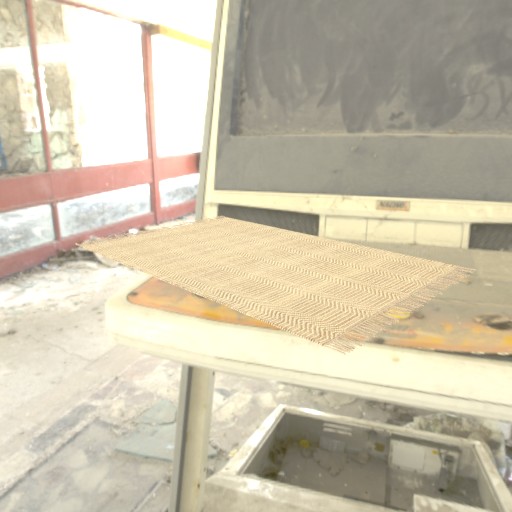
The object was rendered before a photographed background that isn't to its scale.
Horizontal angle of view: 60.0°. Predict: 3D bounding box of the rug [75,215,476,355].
[{"bbox_3d":[0.000,0.000,2.546,2.021,0.027,1.224,16,23,42],"label":"rug"}]
